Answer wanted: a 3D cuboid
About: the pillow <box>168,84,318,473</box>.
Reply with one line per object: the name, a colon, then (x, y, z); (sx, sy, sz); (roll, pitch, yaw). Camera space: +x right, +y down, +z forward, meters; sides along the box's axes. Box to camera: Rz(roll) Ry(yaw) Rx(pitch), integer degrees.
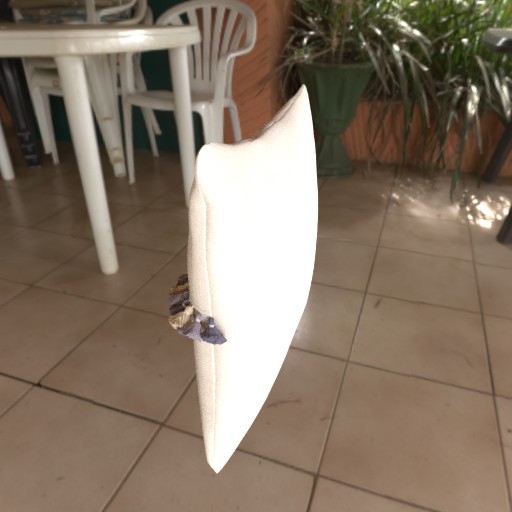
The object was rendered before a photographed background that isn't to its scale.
pillow: (0.000, 0.000, 0.740); (0.165, 0.481, 0.489); (9, 30, 16)
